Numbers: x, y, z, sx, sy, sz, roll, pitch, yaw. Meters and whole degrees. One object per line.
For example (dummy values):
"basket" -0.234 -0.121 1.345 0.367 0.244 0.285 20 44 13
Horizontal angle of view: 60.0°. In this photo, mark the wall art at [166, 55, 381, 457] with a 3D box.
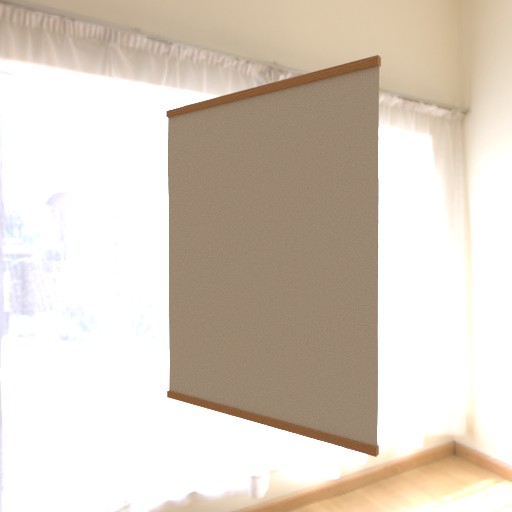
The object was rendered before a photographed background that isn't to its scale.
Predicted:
"wall art" 0.000 0.000 0.806 0.458 0.605 0.011 1 1 36
